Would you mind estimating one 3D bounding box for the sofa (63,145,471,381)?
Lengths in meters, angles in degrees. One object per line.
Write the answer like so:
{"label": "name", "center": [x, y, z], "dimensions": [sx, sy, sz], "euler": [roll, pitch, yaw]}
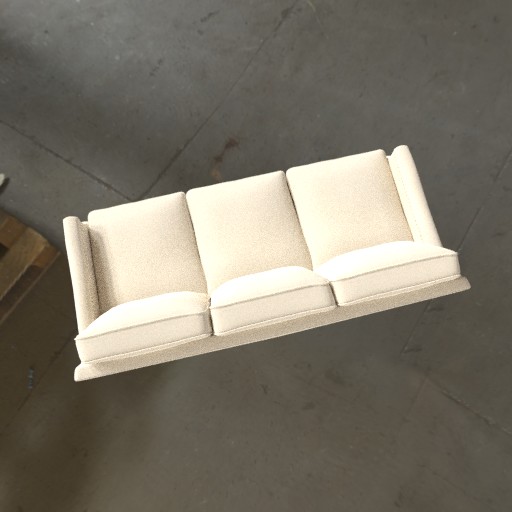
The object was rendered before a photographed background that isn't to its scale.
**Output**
{"label": "sofa", "center": [0.000, 0.000, 2.808], "dimensions": [2.246, 1.003, 1.084], "euler": [-13, 76, -3]}
